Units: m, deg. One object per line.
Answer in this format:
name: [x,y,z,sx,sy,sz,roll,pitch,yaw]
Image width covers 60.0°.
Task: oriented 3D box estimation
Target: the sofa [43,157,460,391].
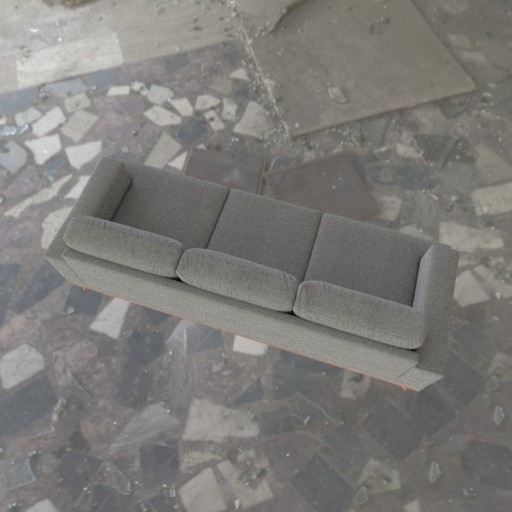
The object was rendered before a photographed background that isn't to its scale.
sofa: [0.000,0.000,2.741,2.310,0.810,0.920,16,65,8]
